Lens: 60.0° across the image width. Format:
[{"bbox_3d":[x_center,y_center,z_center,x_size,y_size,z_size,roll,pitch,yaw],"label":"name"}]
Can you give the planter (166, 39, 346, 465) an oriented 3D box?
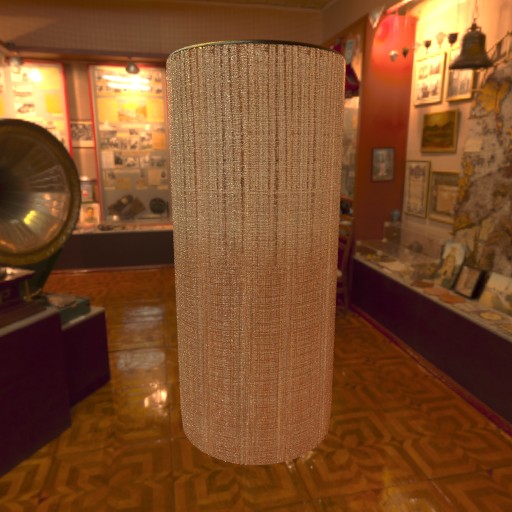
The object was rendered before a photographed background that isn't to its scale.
[{"bbox_3d":[0.000,0.000,0.276,0.100,0.227,0.100,-2,13,-10],"label":"planter"}]
